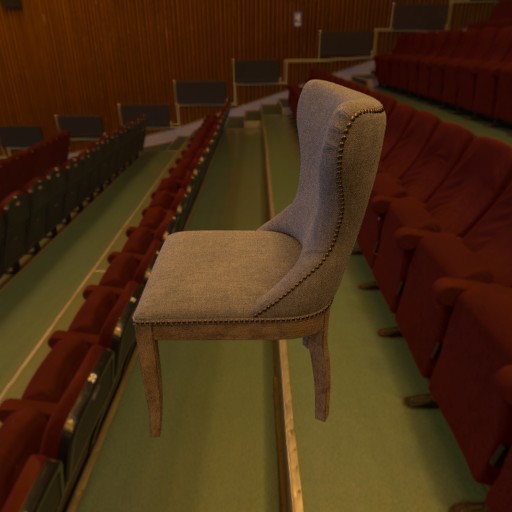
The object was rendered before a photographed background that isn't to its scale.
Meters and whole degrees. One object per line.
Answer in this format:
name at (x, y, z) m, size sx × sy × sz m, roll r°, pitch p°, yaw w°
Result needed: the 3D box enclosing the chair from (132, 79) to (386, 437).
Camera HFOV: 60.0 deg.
chair at (0.000, 0.000, 1.411) m, size 0.681 × 1.002 × 0.654 m, roll 0°, pitch 26°, yaw -1°
